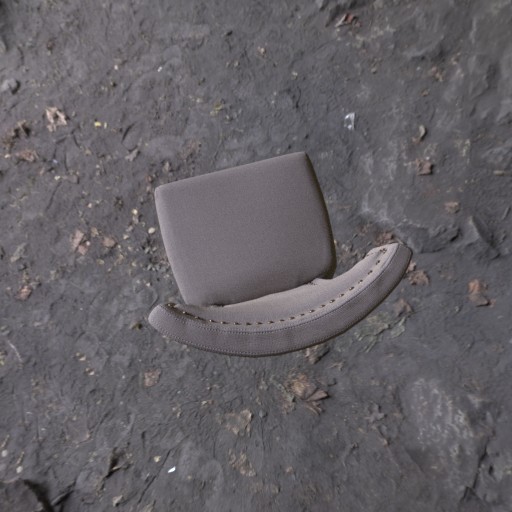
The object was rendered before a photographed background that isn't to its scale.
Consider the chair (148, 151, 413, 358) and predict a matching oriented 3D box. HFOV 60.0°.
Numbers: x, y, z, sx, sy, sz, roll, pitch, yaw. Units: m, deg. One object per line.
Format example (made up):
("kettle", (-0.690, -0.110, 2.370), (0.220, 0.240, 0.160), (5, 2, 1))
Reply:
("chair", (0.000, 0.000, 1.314), (0.526, 0.955, 0.630), (-14, 75, -4))
